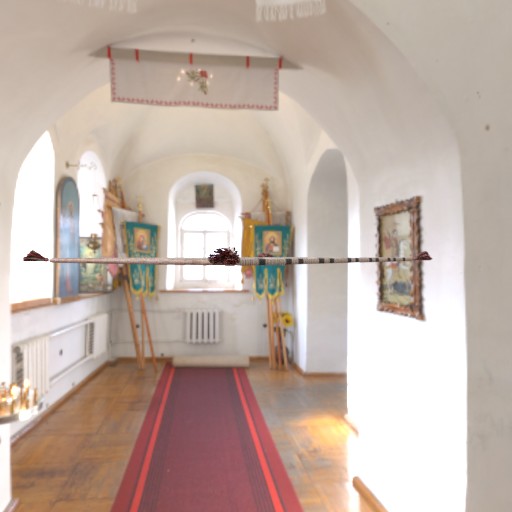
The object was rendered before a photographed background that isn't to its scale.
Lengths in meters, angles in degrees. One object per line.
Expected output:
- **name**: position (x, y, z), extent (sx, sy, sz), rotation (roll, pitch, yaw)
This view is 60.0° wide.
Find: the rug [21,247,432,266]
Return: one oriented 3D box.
- **rug**: position (0.000, 0.000, 2.577), extent (1.444, 0.067, 2.069), rotation (0, 0, 38)
